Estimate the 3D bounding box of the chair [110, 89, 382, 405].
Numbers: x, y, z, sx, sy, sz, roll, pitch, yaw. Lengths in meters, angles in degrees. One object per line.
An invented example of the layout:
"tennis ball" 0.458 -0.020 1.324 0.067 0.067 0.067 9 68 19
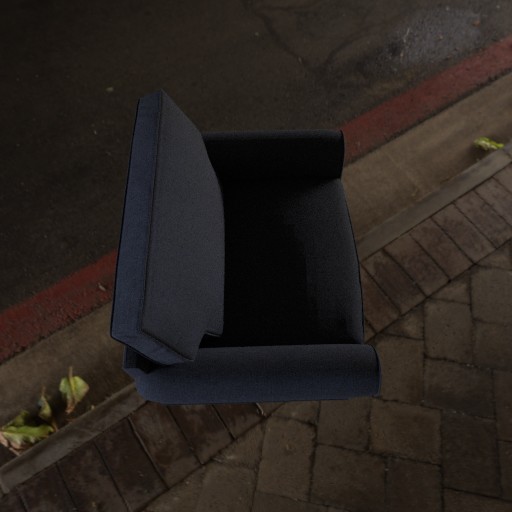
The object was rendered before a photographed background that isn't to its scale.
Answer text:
"chair" 0.000 0.000 2.004 0.963 1.044 1.285 -2 63 -1
